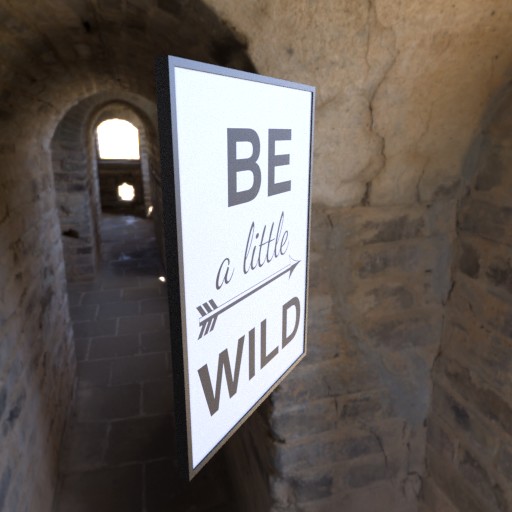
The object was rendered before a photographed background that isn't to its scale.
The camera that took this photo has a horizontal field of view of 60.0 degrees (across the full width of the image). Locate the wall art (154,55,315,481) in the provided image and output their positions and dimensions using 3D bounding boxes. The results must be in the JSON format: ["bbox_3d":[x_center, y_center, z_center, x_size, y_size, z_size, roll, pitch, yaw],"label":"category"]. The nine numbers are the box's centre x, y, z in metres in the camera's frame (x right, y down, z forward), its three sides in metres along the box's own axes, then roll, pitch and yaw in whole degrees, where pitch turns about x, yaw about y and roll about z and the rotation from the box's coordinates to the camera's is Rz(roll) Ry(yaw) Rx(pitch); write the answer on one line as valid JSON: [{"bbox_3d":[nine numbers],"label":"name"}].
[{"bbox_3d":[0.000,0.000,1.401,0.038,1.062,0.806,9,18,28],"label":"wall art"}]
